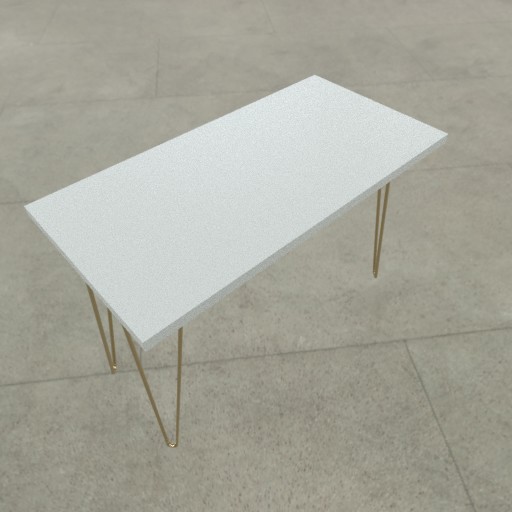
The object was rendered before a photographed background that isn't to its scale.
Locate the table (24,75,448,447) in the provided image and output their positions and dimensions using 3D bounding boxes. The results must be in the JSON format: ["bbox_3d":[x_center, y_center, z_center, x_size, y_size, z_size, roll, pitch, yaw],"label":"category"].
[{"bbox_3d":[0.000,0.000,1.359,0.991,0.660,0.498,-34,55,-28],"label":"table"}]
